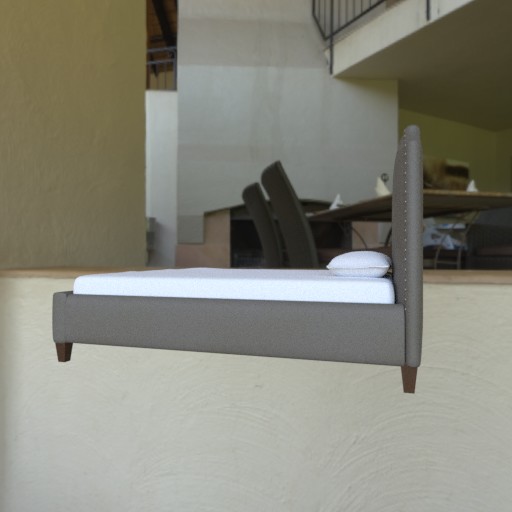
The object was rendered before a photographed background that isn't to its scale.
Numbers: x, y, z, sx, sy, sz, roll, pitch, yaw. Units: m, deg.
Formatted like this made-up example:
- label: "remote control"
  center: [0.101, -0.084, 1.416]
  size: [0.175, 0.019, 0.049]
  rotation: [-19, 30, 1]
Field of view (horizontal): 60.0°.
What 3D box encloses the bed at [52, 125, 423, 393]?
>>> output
- label: "bed"
  center: [0.000, 0.000, 3.436]
  size: [2.372, 1.443, 1.712]
  rotation: [0, 0, 18]
